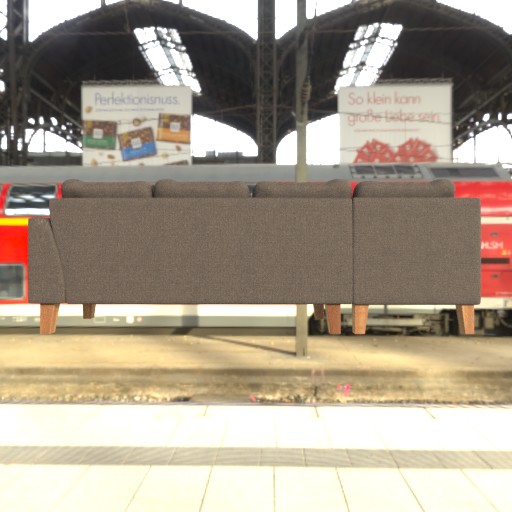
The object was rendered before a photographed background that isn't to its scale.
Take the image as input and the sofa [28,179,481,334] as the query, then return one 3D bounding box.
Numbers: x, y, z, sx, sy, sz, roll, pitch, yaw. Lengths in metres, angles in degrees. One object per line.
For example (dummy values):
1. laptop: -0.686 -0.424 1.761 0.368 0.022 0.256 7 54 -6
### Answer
1. sofa: 0.000 0.000 3.500 2.679 0.932 1.829 0 0 0
